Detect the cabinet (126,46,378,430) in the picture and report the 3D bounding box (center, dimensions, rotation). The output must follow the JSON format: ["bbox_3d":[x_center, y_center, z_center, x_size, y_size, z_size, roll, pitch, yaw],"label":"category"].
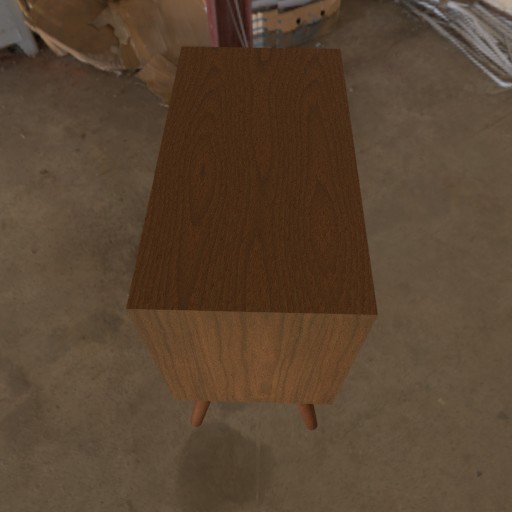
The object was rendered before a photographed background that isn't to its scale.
[{"bbox_3d":[0.000,0.000,1.181,0.388,0.748,0.712,1,56,1],"label":"cabinet"}]
